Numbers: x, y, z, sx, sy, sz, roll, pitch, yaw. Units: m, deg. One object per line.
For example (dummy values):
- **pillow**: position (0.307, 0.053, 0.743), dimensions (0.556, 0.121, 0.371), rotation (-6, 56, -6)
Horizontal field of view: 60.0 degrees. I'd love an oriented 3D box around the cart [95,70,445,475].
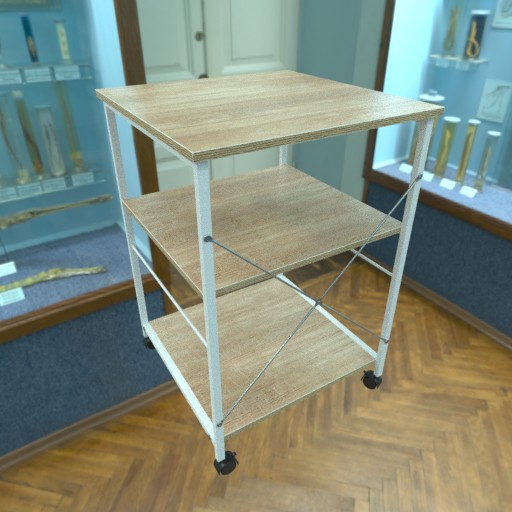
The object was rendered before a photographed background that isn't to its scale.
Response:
- **cart**: position (0.000, 0.000, 1.108), dimensions (0.521, 0.762, 0.520), rotation (-18, 35, -27)
